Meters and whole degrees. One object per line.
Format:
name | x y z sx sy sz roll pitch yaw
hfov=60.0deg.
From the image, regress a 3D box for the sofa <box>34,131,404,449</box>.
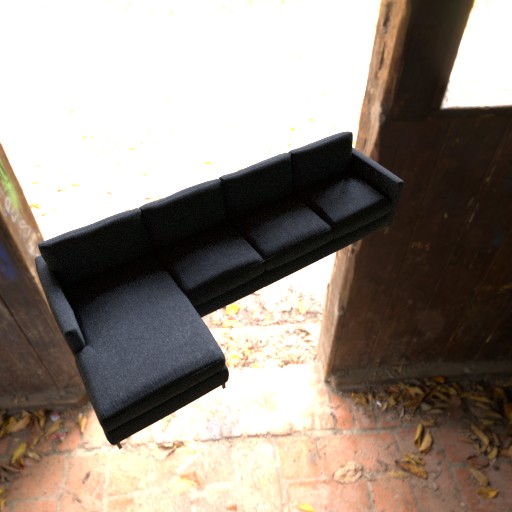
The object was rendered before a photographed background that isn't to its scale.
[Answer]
sofa | 0.000 0.000 3.410 2.932 0.810 1.350 -25 50 -23
